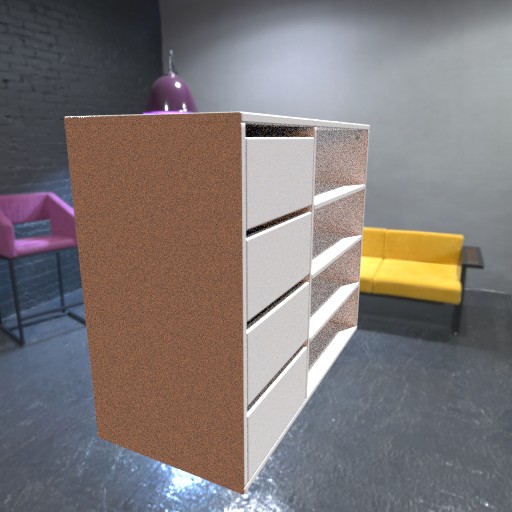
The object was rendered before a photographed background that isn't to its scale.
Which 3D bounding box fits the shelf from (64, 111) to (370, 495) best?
[{"bbox_3d":[0.000,0.000,1.264,0.396,0.732,0.895,7,17,26],"label":"shelf"}]
